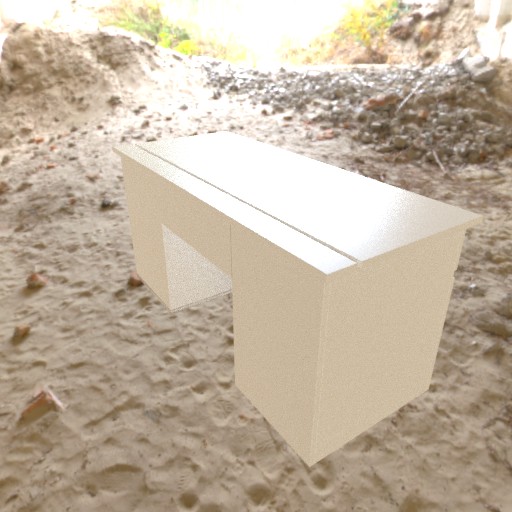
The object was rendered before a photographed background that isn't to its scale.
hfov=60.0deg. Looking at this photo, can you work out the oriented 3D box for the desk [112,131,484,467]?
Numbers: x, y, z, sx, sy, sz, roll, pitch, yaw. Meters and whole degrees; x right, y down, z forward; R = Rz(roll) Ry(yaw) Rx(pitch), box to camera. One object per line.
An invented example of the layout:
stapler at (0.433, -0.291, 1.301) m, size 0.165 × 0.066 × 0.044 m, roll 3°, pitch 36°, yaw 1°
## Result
desk at (0.000, 0.000, 1.991) m, size 0.670 × 0.760 × 1.580 m, roll -17°, pitch 32°, yaw -30°
